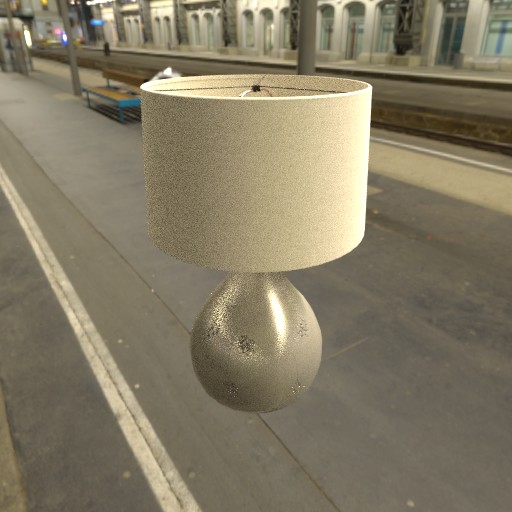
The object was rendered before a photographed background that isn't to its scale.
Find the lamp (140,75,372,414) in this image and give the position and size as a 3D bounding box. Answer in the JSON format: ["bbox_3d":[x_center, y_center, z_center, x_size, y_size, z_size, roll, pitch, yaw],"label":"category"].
[{"bbox_3d":[0.000,0.000,0.717,0.330,0.521,0.330,0,26,0],"label":"lamp"}]
